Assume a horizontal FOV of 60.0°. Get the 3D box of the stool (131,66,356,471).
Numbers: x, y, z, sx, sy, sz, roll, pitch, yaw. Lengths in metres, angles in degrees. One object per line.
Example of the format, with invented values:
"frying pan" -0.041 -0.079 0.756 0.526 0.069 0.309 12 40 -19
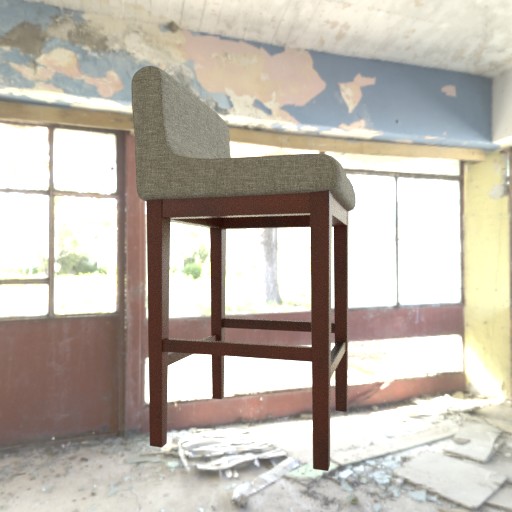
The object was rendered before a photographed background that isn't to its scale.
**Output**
"stool" 0.000 0.000 1.096 0.459 0.835 0.417 0 0 17
